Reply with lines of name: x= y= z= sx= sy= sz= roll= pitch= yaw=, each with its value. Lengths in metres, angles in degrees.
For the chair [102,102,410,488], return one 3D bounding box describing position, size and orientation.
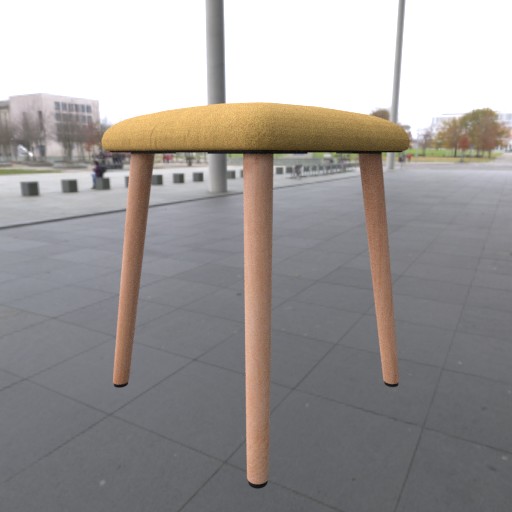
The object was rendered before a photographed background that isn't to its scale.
chair: x=0.000 y=0.000 z=0.695 sx=0.350 sy=0.440 sz=0.350 roll=13 pitch=18 yaw=43
